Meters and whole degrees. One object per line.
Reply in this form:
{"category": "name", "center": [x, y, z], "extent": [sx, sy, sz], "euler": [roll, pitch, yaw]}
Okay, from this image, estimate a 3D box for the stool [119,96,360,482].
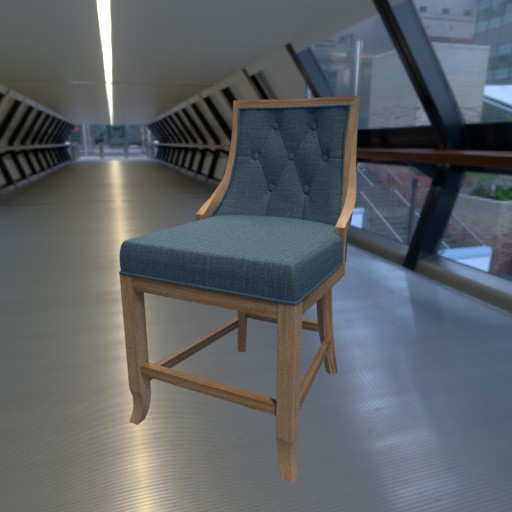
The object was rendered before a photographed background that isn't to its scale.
{"category": "stool", "center": [0.000, 0.000, 1.342], "extent": [0.524, 0.938, 0.626], "euler": [8, 17, 26]}
